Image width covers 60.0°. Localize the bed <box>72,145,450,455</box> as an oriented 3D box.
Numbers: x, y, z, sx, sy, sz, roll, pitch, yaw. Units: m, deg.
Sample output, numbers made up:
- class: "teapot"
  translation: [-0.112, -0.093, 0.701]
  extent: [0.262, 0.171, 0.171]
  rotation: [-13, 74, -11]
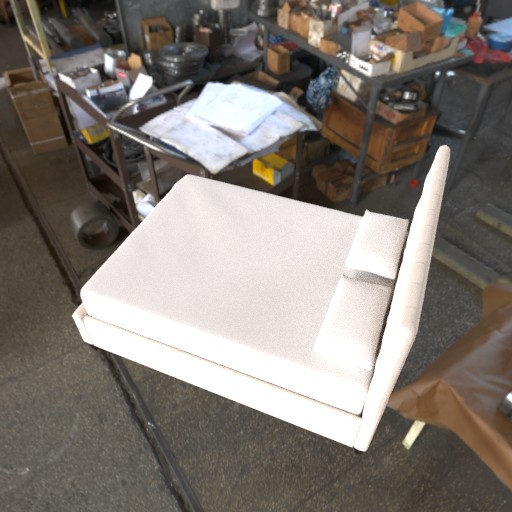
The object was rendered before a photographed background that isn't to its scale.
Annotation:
- class: "bed"
  translation: [0.000, 0.000, 3.284]
  extent: [2.233, 1.426, 1.696]
  rotation: [16, 47, 16]
